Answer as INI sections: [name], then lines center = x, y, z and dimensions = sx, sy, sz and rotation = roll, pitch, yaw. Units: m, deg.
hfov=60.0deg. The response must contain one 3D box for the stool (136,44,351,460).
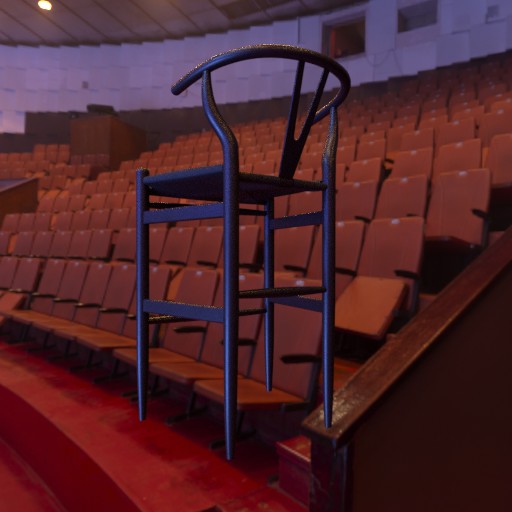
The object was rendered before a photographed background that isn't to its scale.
[stool]
center = 0.000, 0.000, 1.392
dimensions = 0.569, 1.072, 0.579
rotation = 0, 0, -36
